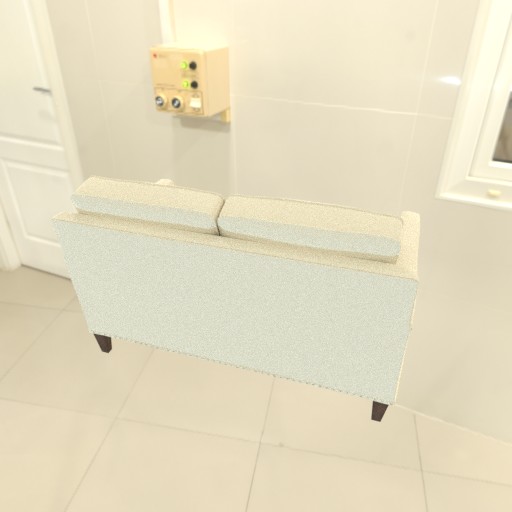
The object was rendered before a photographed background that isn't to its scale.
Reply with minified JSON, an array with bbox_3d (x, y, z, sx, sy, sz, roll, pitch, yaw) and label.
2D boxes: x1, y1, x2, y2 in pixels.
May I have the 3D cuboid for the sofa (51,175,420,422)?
[{"bbox_3d":[0.000,0.000,2.300,1.597,1.003,1.084,10,33,15],"label":"sofa"}]
